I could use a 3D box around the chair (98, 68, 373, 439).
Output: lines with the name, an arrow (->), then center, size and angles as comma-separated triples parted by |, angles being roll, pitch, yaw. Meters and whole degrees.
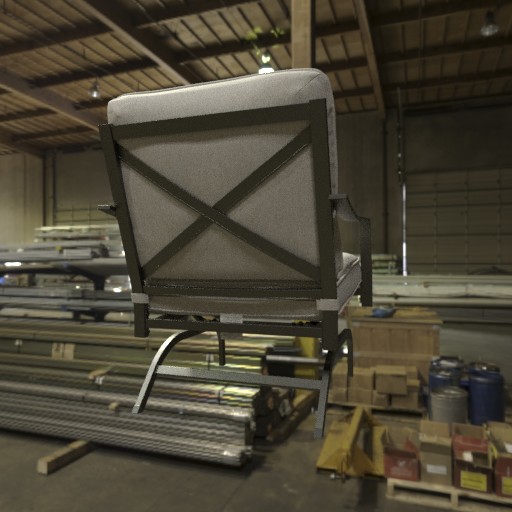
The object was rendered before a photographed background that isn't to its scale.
chair -> 0.000, 0.000, 1.382 | 0.650, 0.860, 0.787 | 0, 0, 19
